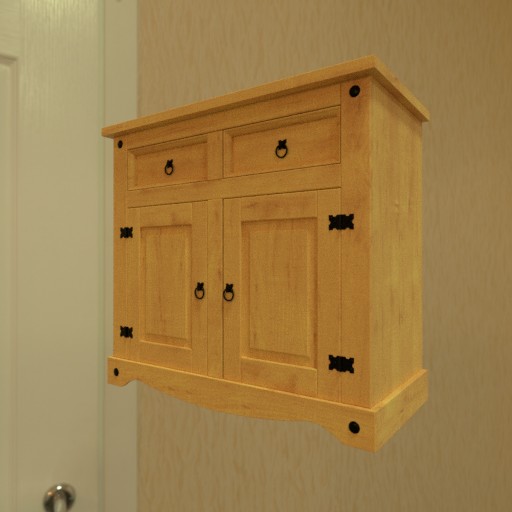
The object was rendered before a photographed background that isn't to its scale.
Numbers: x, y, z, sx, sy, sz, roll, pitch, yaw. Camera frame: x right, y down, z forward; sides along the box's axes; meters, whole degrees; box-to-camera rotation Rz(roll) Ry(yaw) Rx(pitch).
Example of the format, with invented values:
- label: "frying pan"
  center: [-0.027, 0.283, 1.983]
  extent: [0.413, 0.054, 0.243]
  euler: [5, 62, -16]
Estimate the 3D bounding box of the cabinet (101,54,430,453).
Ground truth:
- label: "cabinet"
  center: [0.000, 0.000, 1.371]
  extent: [0.920, 0.840, 0.450]
  euler: [0, 0, 35]
